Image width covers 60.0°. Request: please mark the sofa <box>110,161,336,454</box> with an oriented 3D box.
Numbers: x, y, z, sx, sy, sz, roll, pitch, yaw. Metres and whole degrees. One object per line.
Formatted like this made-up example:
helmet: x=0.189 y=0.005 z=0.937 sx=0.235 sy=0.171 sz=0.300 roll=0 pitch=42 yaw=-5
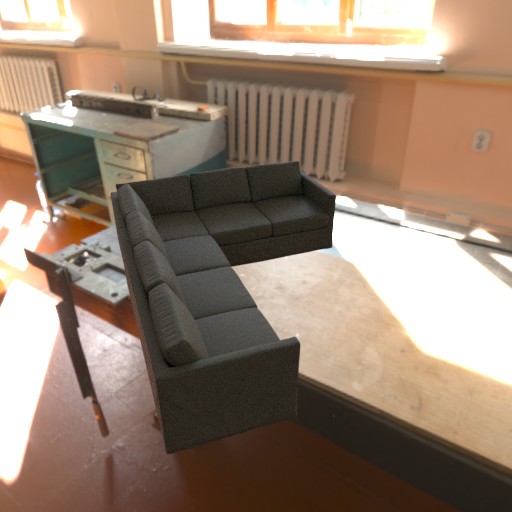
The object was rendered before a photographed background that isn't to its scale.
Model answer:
sofa: x=0.000 y=0.000 z=4.319 sx=2.432 sy=0.871 sz=3.182 roll=-11 pitch=31 yaw=-18
